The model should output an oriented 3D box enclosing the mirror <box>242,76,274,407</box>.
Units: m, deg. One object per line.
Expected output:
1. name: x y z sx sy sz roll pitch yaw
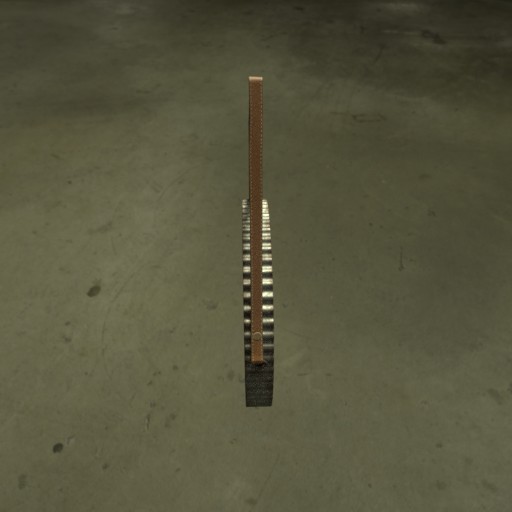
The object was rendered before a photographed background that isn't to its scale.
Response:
1. mirror: 0.000 0.000 0.710 0.042 0.568 0.355 -1 42 -1
